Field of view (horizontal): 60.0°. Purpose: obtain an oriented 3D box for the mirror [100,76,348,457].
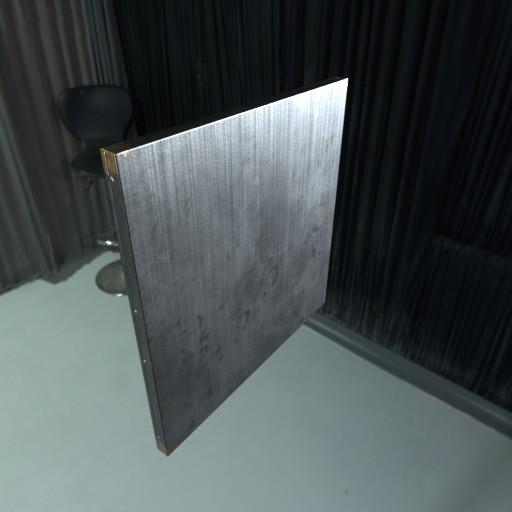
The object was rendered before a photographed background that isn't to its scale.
[{"bbox_3d":[0.000,0.000,0.572,0.020,0.381,0.382,22,38,31],"label":"mirror"}]
